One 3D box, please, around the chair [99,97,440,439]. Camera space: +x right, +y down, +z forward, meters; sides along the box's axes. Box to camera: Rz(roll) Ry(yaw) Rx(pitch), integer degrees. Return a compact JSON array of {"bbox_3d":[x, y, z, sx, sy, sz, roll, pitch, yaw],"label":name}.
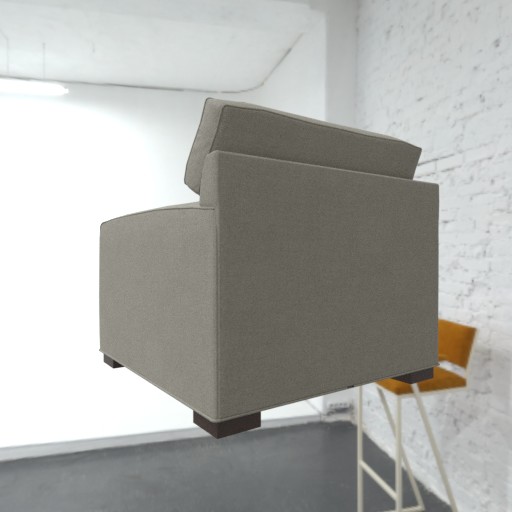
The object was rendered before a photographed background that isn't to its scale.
[{"bbox_3d":[0.000,0.000,1.829,0.999,0.934,1.044,0,1,-35],"label":"chair"}]
